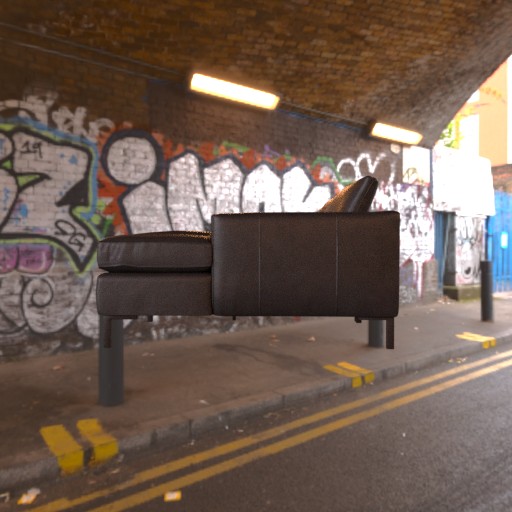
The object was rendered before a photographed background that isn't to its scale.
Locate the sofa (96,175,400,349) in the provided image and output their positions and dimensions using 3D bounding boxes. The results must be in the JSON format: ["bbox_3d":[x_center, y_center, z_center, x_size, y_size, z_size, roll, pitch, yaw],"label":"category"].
[{"bbox_3d":[0.000,0.000,3.587,1.471,0.859,2.993,0,1,2],"label":"sofa"}]
